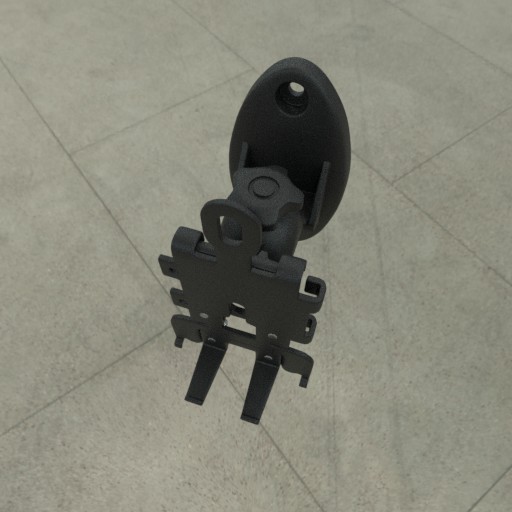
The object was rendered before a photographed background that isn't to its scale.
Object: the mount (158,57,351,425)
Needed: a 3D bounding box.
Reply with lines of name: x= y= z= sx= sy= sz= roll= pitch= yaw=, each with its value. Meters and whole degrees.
mount: x=0.000 y=0.000 z=0.174 sx=0.066 sy=0.118 sz=0.100 roll=15 pitch=59 yaw=9
